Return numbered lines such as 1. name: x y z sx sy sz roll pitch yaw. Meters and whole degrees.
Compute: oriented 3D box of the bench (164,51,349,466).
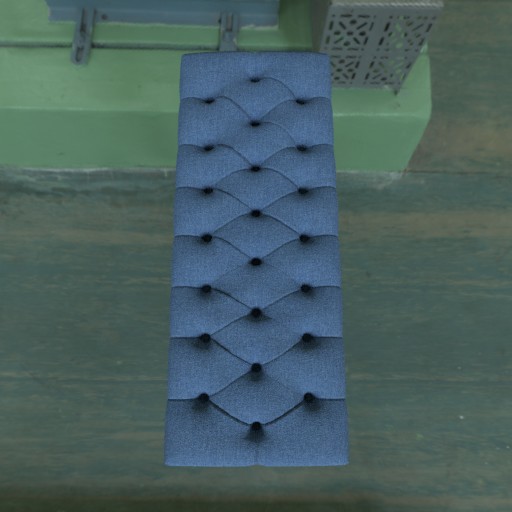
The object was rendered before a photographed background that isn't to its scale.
1. bench: 0.000 0.000 1.297 0.417 0.492 1.052 0 76 0
